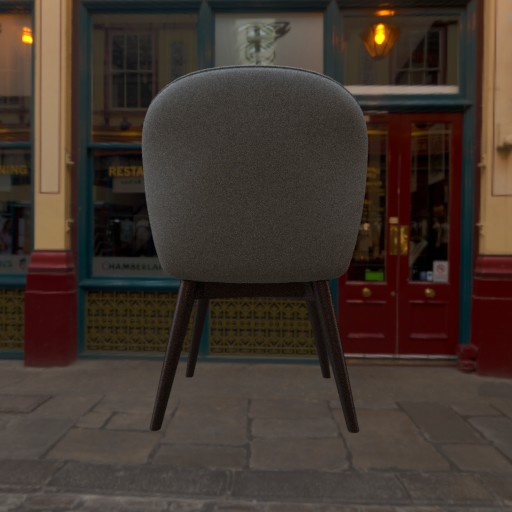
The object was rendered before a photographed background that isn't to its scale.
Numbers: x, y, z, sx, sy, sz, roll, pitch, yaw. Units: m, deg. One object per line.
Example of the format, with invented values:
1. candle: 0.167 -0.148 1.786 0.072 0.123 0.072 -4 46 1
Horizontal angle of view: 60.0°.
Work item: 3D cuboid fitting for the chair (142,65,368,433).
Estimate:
1. chair: 0.000 0.000 1.238 0.589 0.810 0.611 0 0 1
